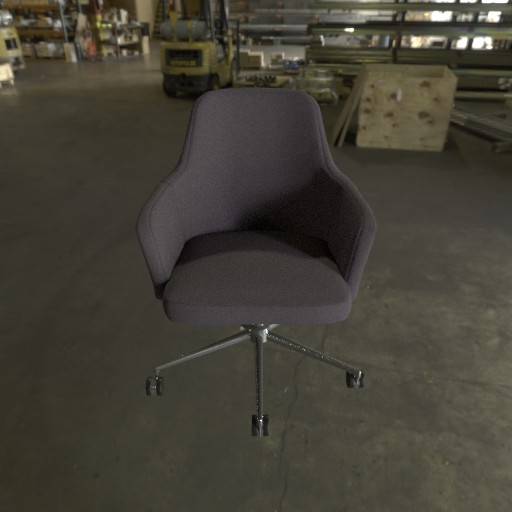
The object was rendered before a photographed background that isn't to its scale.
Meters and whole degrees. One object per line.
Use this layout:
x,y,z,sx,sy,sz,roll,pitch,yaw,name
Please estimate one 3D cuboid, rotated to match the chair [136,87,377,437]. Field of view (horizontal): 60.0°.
0.000,0.000,1.257,0.655,0.820,0.600,0,30,0,chair
